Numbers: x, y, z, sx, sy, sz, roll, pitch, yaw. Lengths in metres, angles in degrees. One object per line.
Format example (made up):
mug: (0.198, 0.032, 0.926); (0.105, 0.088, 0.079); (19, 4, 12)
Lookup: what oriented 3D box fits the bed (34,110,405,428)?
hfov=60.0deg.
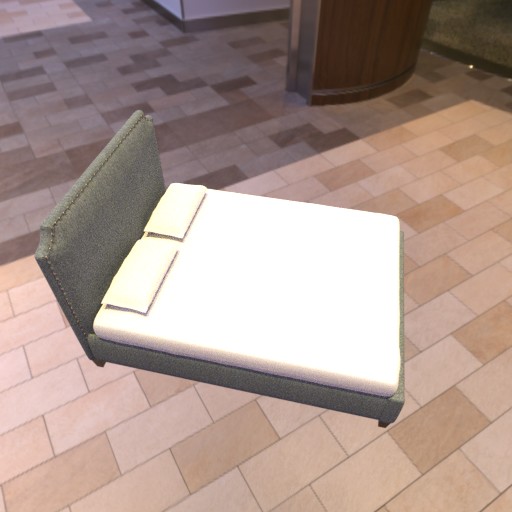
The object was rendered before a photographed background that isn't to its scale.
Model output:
bed: (0.000, 0.000, 3.432); (2.372, 1.443, 1.712); (9, 47, 9)
